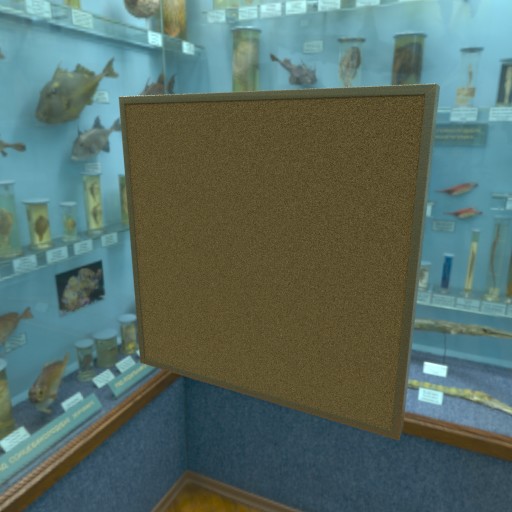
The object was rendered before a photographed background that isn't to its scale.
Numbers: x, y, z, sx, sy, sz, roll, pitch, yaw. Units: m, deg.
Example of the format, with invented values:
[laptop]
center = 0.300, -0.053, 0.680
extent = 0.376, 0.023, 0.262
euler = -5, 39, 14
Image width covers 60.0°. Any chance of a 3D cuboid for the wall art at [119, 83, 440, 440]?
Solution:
[wall art]
center = 0.000, 0.000, 0.726
extent = 0.505, 0.505, 0.037
euler = 8, 18, 26
